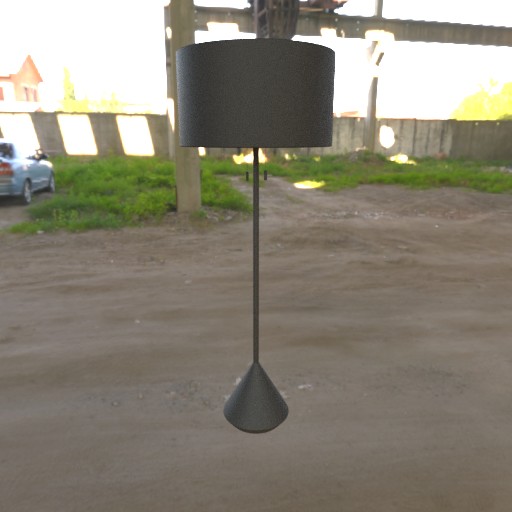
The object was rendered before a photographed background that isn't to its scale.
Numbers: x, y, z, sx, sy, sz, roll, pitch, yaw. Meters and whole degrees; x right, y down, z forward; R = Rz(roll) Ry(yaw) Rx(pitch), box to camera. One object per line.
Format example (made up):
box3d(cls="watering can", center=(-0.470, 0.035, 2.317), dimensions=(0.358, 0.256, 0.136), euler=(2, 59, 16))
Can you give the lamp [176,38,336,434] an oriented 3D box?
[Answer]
box3d(cls="lamp", center=(0.000, 0.000, 1.822), dimensions=(0.580, 1.526, 0.580), euler=(-14, 21, -43))
